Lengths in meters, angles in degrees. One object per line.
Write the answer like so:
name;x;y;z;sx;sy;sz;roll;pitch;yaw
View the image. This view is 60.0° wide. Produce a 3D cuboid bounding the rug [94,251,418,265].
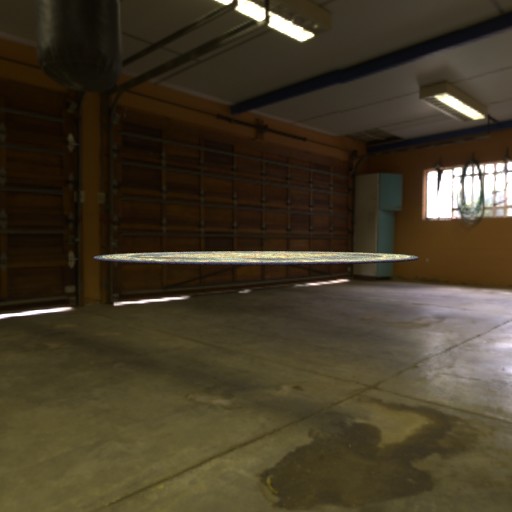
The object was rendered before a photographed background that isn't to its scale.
rug;0.000;0.000;2.311;1.591;0.010;1.591;0;2;0
